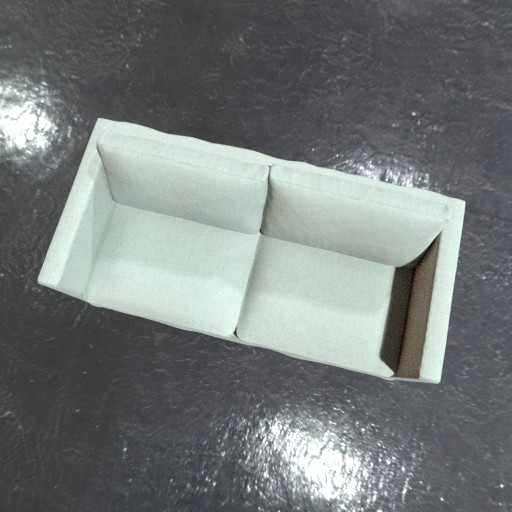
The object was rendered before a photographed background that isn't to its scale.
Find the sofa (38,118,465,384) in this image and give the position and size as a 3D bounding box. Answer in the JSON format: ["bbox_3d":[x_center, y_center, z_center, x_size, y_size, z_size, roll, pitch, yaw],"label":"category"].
[{"bbox_3d":[0.000,0.000,2.463,1.987,0.870,0.940,14,76,3],"label":"sofa"}]
